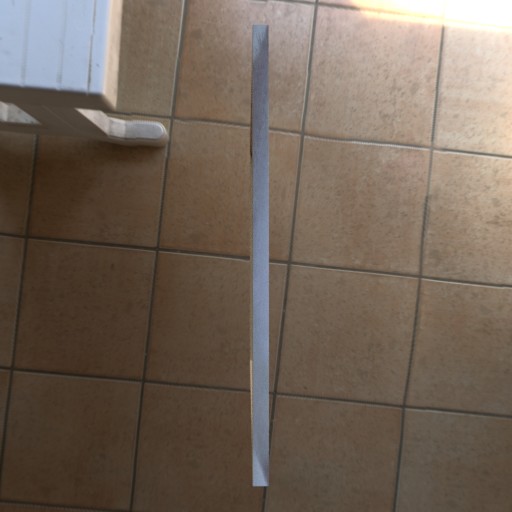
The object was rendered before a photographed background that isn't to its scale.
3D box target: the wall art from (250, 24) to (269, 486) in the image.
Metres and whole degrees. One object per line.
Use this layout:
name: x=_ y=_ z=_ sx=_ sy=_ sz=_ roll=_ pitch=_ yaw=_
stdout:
wall art: x=0.000 y=0.000 z=1.112 sx=0.027 sy=0.762 sz=0.762 roll=0 pitch=90 yaw=-1
